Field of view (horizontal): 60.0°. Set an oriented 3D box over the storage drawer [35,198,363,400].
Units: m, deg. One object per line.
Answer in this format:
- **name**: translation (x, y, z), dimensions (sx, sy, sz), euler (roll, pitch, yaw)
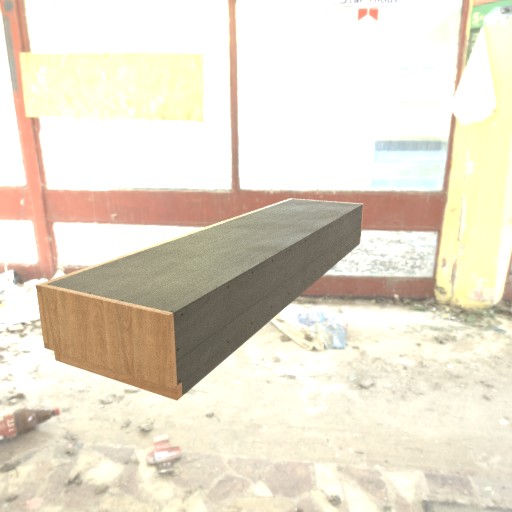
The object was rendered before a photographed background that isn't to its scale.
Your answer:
- **storage drawer**: translation (0.000, 0.000, 2.174), dimensions (0.538, 0.264, 2.032), euler (8, 18, 26)
